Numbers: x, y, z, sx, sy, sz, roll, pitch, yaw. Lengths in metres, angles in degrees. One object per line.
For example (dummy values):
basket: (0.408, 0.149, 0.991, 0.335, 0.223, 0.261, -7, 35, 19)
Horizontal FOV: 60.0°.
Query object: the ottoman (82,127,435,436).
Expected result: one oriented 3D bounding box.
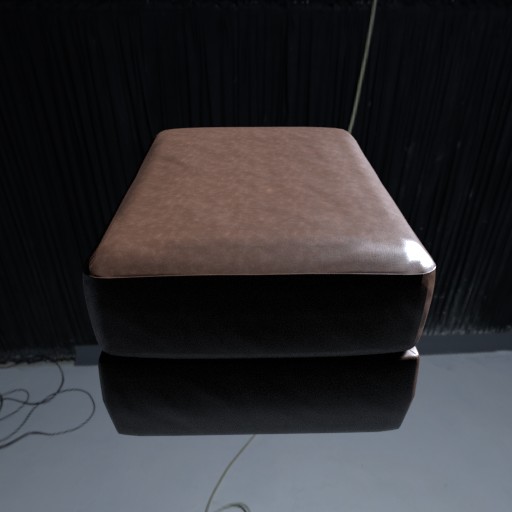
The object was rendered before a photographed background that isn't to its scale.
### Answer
ottoman: (0.000, 0.000, 1.098, 0.603, 0.476, 0.751, -1, 33, -1)
